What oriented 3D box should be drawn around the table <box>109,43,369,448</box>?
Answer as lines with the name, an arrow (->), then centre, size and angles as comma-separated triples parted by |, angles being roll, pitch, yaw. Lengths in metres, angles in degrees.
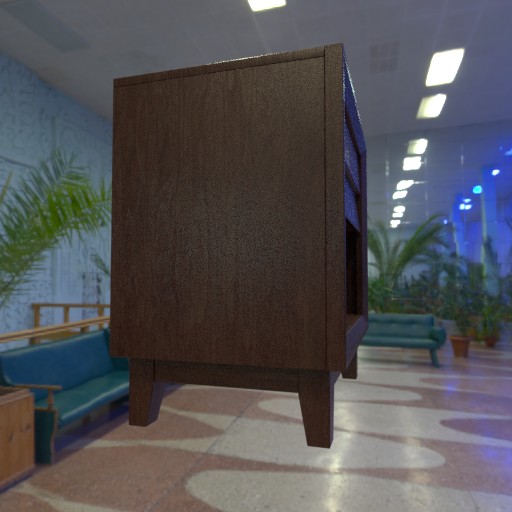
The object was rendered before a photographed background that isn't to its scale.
table -> 0.000, 0.000, 0.982 | 0.449, 0.609, 0.557 | -1, -3, 17
